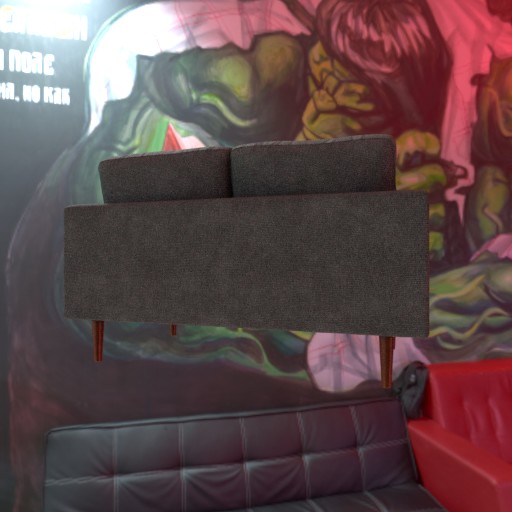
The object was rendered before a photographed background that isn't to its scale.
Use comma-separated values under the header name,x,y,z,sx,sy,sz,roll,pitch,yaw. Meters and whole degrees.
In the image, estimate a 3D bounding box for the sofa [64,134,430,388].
name,x,y,z,sx,sy,sz,roll,pitch,yaw
sofa,0.000,0.000,2.175,1.582,0.956,0.903,0,0,18
